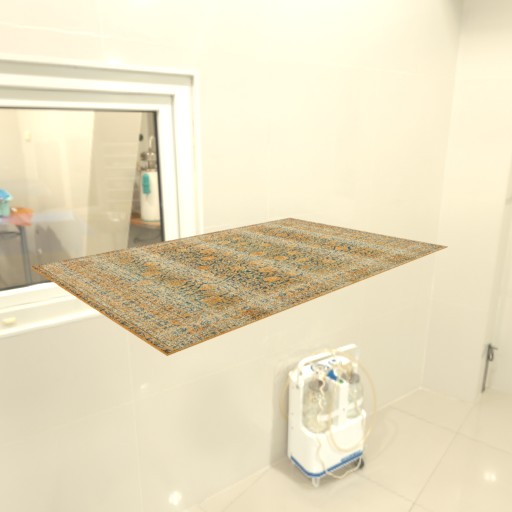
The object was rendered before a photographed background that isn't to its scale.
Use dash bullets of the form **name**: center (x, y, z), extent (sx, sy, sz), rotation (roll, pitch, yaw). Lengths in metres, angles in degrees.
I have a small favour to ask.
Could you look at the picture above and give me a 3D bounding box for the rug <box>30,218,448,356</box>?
- **rug**: center (0.000, 0.000, 2.932), extent (2.336, 0.007, 1.525), rotation (-14, 21, -41)
